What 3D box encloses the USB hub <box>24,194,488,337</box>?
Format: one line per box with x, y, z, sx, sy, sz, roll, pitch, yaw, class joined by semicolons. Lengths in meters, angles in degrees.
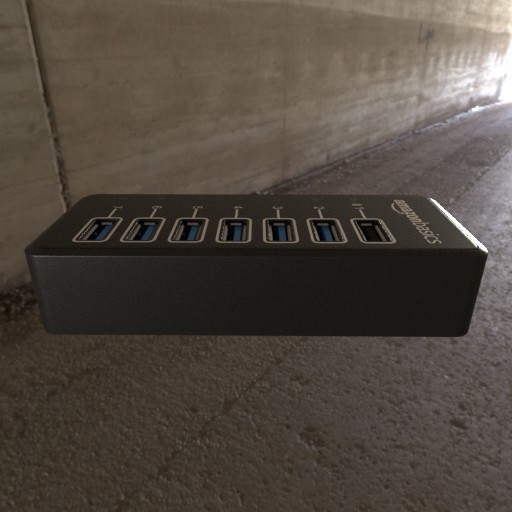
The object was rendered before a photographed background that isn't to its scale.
0.000;0.000;0.126;0.110;0.023;0.044;0;26;1;USB hub
